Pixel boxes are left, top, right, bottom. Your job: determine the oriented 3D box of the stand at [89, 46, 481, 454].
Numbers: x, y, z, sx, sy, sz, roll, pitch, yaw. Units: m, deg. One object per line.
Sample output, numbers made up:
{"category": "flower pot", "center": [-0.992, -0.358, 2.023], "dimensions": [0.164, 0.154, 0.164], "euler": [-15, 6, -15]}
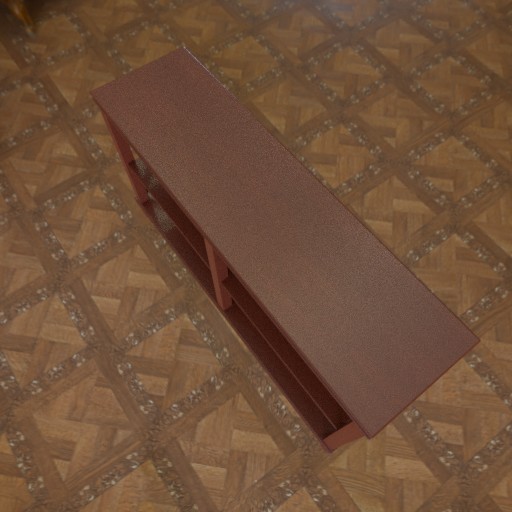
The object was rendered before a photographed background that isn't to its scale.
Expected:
{"category": "stand", "center": [0.000, 0.000, 1.647], "dimensions": [0.381, 0.762, 1.372], "euler": [-34, 68, -16]}
